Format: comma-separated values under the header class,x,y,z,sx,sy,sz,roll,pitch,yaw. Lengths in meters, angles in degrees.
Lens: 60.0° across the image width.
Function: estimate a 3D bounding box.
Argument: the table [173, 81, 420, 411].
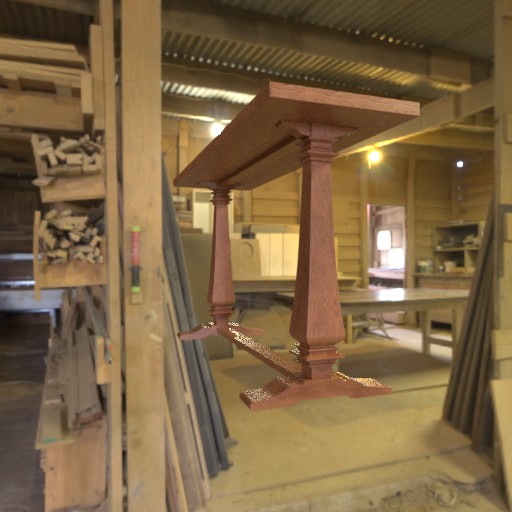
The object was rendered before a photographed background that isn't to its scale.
class,x,y,z,sx,sy,sz,roll,pitch,yaw
table,0.000,0.000,1.856,0.461,0.852,1.478,0,0,-20
